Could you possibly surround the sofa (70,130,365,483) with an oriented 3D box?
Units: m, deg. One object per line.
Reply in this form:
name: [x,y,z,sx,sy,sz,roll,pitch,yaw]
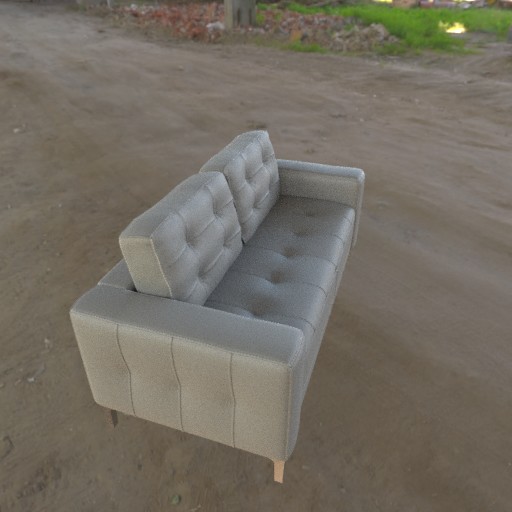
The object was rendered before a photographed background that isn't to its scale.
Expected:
sofa: [0.000,0.000,2.201,0.833,0.892,1.726,10,34,16]
